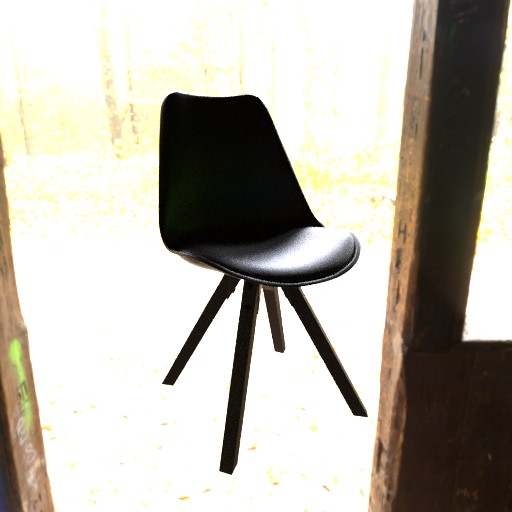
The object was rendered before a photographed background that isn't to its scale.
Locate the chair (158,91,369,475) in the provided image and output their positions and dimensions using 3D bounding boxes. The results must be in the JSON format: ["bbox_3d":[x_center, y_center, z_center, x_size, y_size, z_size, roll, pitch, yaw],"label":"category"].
[{"bbox_3d":[0.000,0.000,1.186,0.485,0.850,0.530,-9,19,-28],"label":"chair"}]
